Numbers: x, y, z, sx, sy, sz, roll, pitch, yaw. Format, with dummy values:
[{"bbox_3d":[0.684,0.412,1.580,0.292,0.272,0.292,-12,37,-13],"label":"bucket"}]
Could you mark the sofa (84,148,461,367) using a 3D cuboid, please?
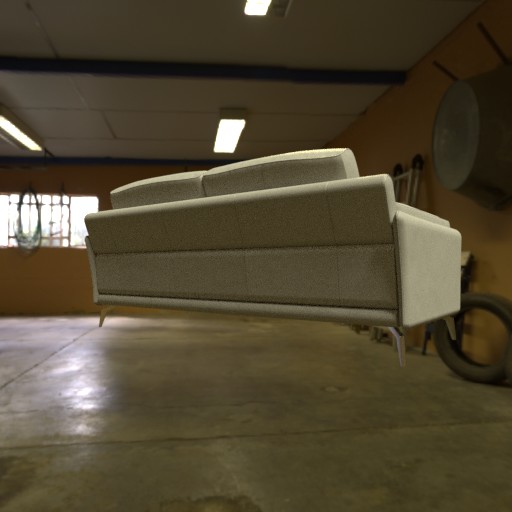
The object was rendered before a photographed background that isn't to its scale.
[{"bbox_3d":[0.000,0.000,2.674,2.101,0.930,1.049,-1,-2,37],"label":"sofa"}]
